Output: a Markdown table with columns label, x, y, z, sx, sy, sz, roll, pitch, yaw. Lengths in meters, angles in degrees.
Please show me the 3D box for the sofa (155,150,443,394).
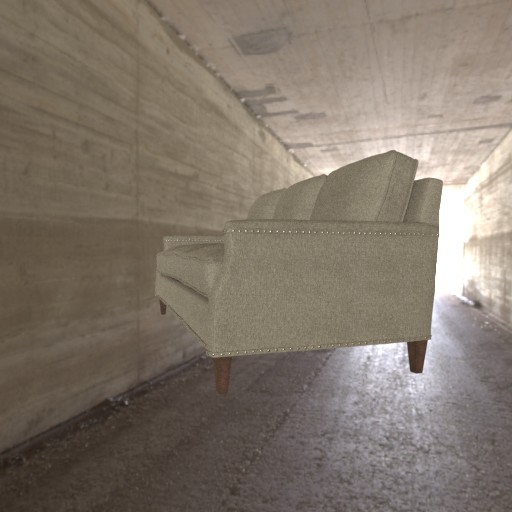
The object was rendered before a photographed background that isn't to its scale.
| label | x | y | z | sx | sy | sz | roll | pitch | yaw |
| --- | --- | --- | --- | --- | --- | --- | --- | --- | --- |
| sofa | 0.000 | 0.000 | 2.838 | 1.084 | 1.003 | 2.246 | 0 | 1 | -18 |
